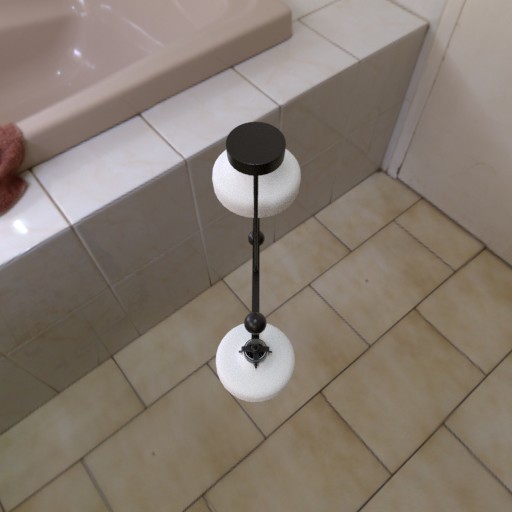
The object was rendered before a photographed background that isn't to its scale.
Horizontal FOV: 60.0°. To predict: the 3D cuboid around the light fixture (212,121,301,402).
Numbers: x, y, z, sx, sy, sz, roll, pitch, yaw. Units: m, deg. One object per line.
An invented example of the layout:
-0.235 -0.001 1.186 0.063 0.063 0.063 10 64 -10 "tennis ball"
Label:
0.000 0.000 1.071 0.422 0.743 0.489 -33 64 -18 "light fixture"
